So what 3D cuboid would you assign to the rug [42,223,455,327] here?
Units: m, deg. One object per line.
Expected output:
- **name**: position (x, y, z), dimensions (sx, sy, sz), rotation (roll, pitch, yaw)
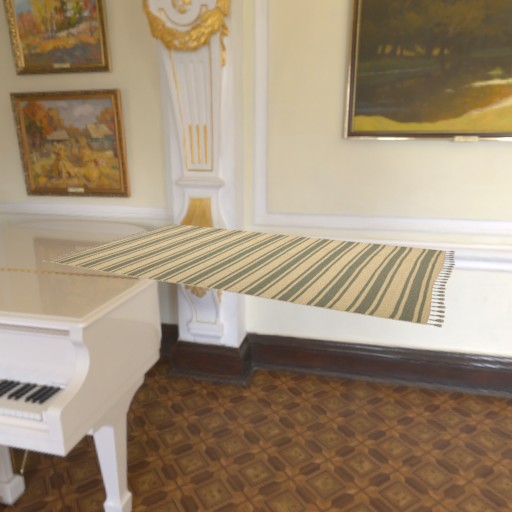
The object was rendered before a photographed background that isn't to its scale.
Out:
- **rug**: position (0.000, 0.000, 2.552), dimensions (2.084, 0.009, 1.222), rotation (7, 16, 25)
